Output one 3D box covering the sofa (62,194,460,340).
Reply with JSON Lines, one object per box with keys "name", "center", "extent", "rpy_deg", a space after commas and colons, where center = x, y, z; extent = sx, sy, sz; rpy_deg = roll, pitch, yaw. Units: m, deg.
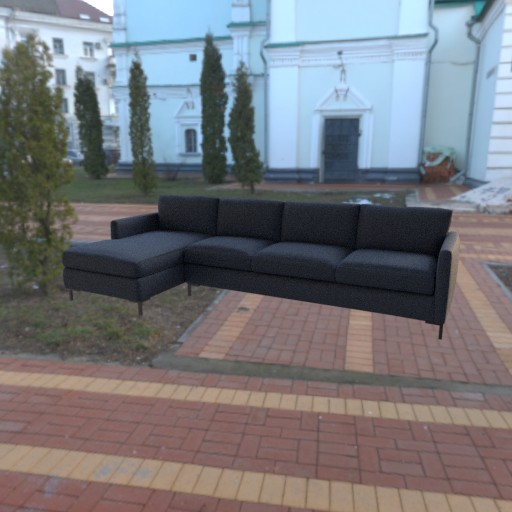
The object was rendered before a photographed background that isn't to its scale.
{"name": "sofa", "center": [0.000, 0.000, 2.964], "extent": [2.445, 0.673, 1.125], "rpy_deg": [7, 15, 26]}
